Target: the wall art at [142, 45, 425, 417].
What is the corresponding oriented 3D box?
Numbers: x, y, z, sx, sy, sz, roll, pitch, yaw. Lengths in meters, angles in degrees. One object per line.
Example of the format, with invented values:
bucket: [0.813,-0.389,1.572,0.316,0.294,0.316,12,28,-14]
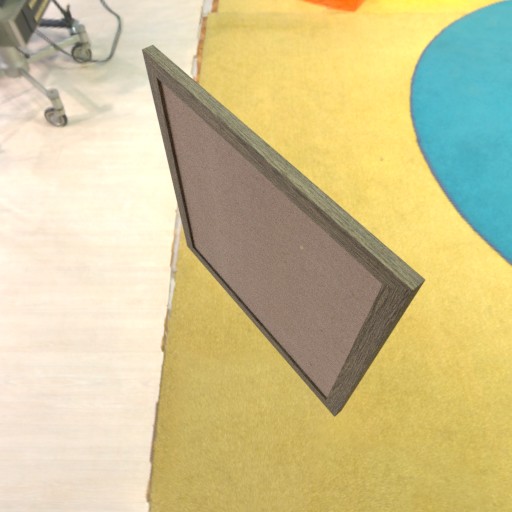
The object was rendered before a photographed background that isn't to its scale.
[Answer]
wall art: [0.000,0.000,0.751,0.019,0.508,0.508,-34,63,-20]
